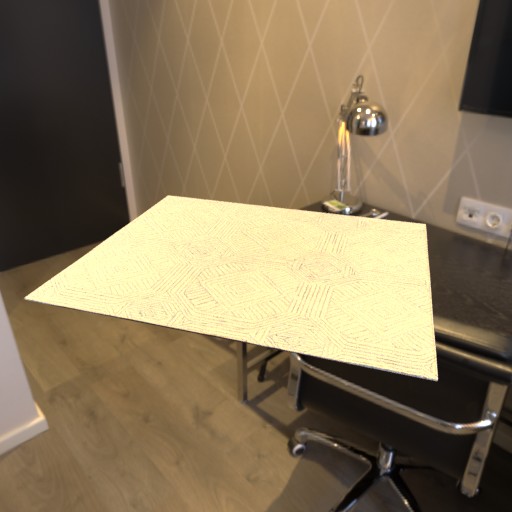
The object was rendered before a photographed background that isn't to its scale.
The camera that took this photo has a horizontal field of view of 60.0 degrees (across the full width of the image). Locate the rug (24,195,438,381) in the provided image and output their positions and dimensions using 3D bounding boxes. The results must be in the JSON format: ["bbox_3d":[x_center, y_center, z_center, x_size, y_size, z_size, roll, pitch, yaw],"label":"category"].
[{"bbox_3d":[0.000,0.000,4.105,3.049,0.015,2.457,8,29,15],"label":"rug"}]
